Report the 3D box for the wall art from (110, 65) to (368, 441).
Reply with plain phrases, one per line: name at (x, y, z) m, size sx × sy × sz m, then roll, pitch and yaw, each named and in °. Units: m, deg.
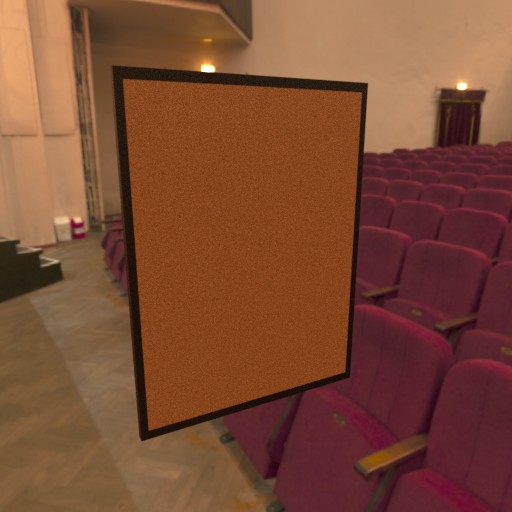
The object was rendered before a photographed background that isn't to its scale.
wall art at (0.000, 0.000, 1.354) m, size 0.774 × 1.027 × 0.030 m, roll -8°, pitch 17°, yaw -27°
